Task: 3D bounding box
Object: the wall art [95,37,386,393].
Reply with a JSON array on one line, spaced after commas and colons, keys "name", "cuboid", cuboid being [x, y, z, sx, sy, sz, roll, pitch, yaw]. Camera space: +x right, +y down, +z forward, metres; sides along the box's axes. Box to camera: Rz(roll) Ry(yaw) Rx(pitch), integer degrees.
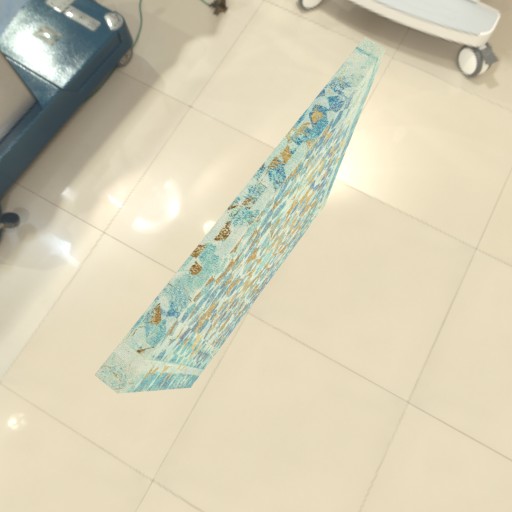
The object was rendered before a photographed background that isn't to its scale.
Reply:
[{"name": "wall art", "cuboid": [0.000, 0.000, 0.889, 0.040, 0.609, 0.609, 35, 77, 9]}]
